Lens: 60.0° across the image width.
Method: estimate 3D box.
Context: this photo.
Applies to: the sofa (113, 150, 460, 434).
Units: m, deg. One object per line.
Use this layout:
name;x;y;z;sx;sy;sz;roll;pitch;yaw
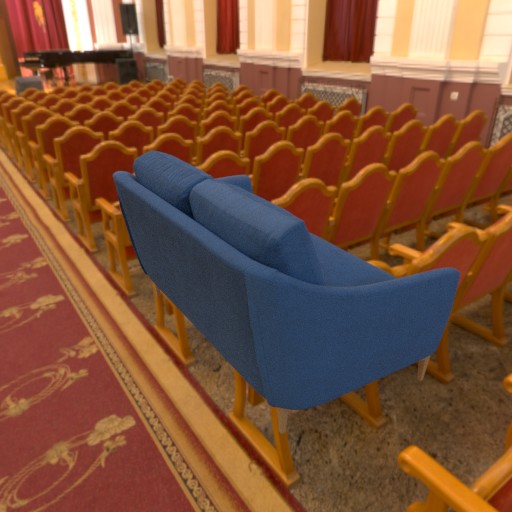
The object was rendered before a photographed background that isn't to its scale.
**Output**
sofa;0.000;0.000;2.215;0.960;0.902;1.619;-17;31;-30
